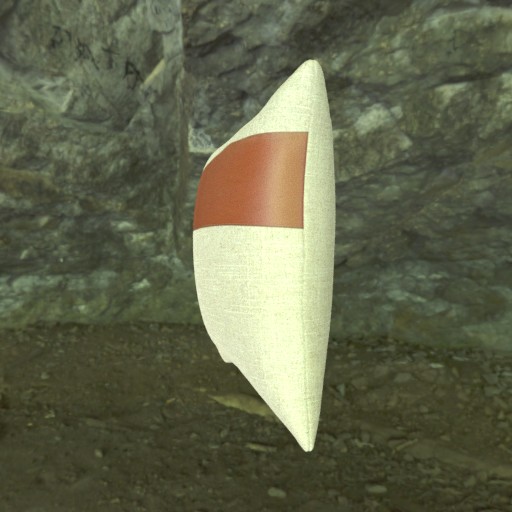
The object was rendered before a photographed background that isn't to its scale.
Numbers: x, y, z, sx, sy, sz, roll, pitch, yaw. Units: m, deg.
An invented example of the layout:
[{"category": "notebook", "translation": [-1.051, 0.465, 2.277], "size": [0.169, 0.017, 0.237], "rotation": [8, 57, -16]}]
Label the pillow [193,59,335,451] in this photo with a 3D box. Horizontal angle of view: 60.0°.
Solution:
[{"category": "pillow", "translation": [0.000, 0.000, 0.642], "size": [0.173, 0.399, 0.414], "rotation": [0, 0, -16]}]
